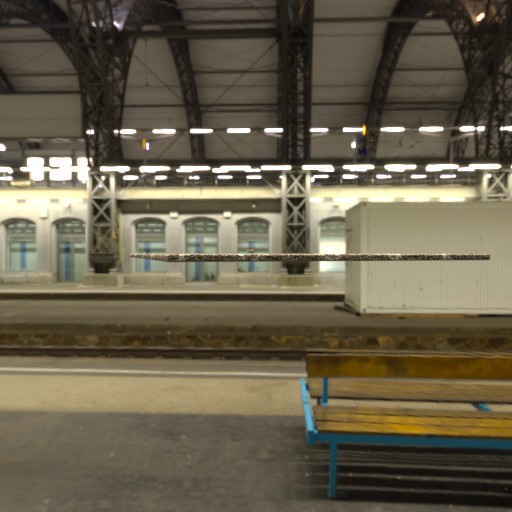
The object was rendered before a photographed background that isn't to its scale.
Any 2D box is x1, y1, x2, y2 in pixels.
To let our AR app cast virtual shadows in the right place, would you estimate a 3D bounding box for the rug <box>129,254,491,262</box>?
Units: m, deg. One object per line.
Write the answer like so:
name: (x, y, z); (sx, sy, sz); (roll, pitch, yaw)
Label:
rug: (0.000, 0.000, 2.996); (1.524, 0.030, 2.438); (0, 0, -19)
